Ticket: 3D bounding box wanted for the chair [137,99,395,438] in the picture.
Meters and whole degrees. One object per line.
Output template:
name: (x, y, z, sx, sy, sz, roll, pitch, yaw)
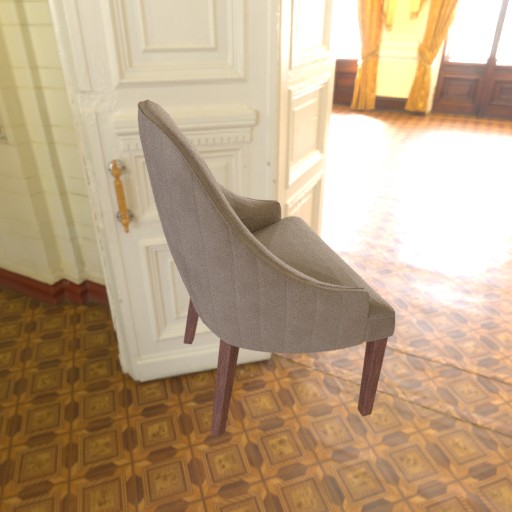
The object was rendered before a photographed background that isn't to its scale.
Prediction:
chair: (0.000, 0.000, 1.305, 0.575, 0.889, 0.643, -10, 31, -16)
